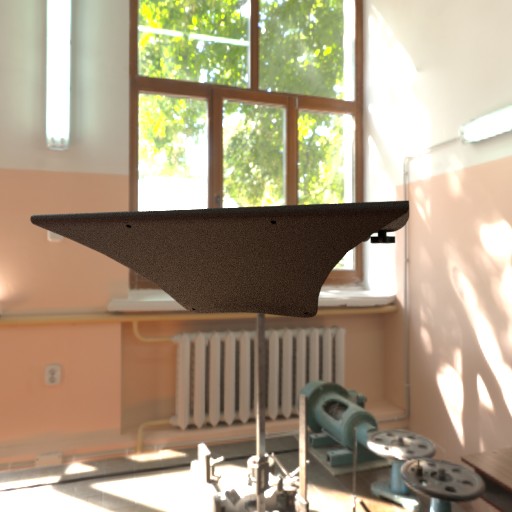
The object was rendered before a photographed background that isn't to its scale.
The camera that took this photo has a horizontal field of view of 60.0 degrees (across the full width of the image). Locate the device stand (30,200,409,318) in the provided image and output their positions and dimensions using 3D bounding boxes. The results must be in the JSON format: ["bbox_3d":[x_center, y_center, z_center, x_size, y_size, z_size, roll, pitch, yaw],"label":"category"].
[{"bbox_3d":[0.000,0.000,0.356,0.230,0.092,0.230,0,-1,18],"label":"device stand"}]
